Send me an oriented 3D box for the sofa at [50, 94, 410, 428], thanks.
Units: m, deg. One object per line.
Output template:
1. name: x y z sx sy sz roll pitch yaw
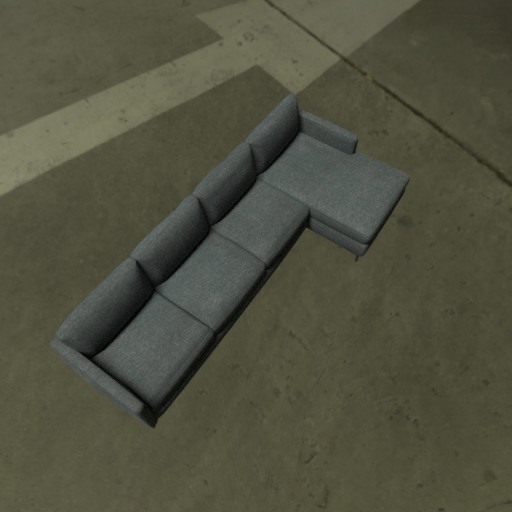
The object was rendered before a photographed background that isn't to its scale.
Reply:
1. sofa: 0.000 0.000 3.501 1.350 0.810 2.932 31 64 17
